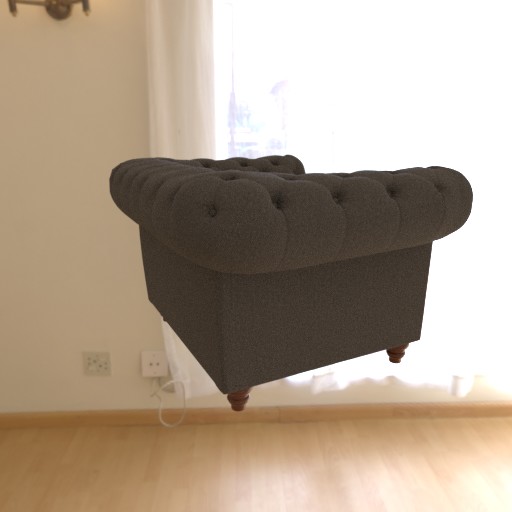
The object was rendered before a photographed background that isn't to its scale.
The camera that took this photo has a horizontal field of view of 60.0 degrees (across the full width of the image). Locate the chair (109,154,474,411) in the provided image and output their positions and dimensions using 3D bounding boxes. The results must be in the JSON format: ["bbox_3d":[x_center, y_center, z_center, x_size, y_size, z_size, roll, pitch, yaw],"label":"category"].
[{"bbox_3d":[0.000,0.000,1.825,0.976,0.770,1.270,-8,17,-26],"label":"chair"}]
